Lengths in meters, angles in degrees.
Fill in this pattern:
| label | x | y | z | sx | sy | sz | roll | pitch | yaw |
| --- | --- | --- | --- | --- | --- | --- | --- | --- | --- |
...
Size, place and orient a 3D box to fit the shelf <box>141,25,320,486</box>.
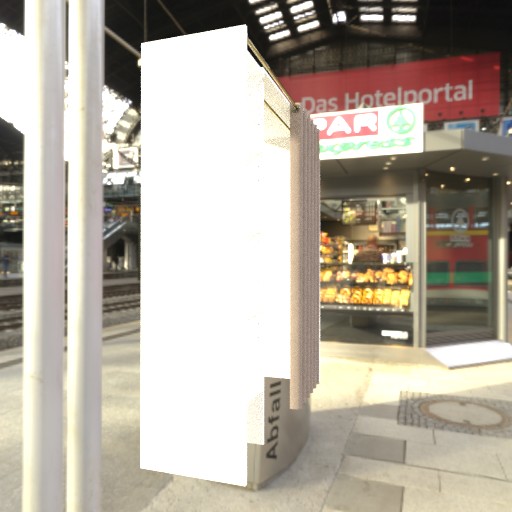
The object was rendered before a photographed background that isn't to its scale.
| label | x | y | z | sx | sy | sz | roll | pitch | yaw |
| --- | --- | --- | --- | --- | --- | --- | --- | --- | --- |
| shelf | 0.000 | 0.000 | 2.575 | 0.500 | 1.820 | 1.600 | 0 | 0 | 19 |
